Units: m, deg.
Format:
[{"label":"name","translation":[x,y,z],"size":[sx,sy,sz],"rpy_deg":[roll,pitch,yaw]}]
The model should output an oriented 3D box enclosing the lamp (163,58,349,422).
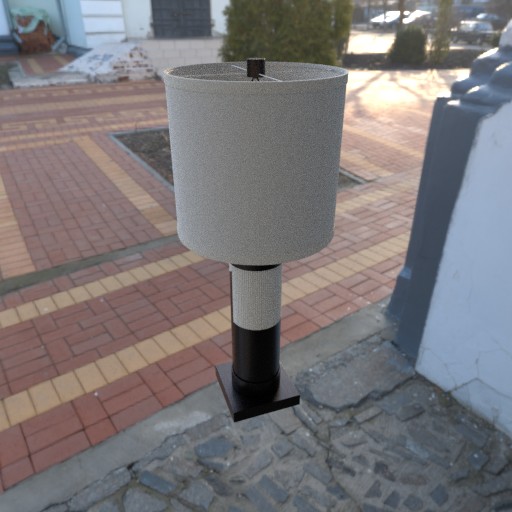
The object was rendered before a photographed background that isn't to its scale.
[{"label":"lamp","translation":[0.000,0.000,0.624],"size":[0.211,0.509,0.211],"rpy_deg":[-10,30,-17]}]
